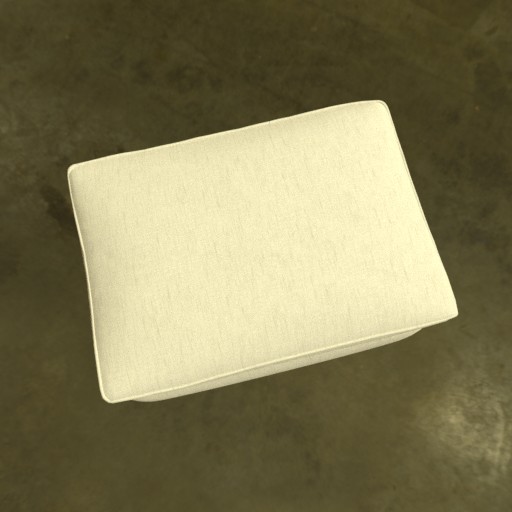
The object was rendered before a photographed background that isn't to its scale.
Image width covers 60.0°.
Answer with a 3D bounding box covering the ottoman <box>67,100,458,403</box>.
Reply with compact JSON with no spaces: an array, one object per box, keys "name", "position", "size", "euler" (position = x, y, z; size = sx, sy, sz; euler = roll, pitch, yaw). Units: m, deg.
[{"name":"ottoman","position":[0.000,0.000,0.966],"size":[0.665,0.406,0.501],"euler":[-13,76,-3]}]
